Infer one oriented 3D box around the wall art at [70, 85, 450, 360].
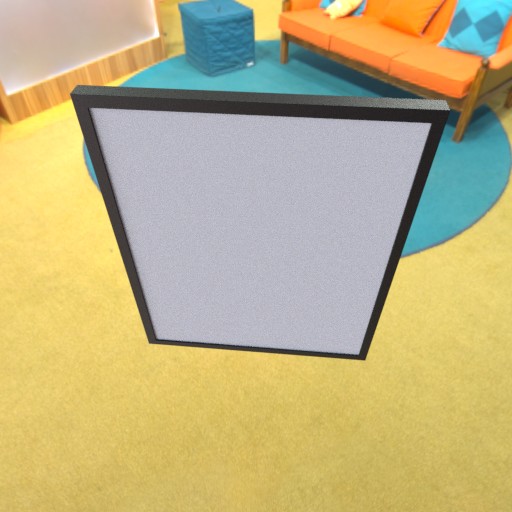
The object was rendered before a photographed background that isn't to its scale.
[{"bbox_3d":[0.000,0.000,0.526,0.325,0.397,0.018,4,46,4],"label":"wall art"}]
